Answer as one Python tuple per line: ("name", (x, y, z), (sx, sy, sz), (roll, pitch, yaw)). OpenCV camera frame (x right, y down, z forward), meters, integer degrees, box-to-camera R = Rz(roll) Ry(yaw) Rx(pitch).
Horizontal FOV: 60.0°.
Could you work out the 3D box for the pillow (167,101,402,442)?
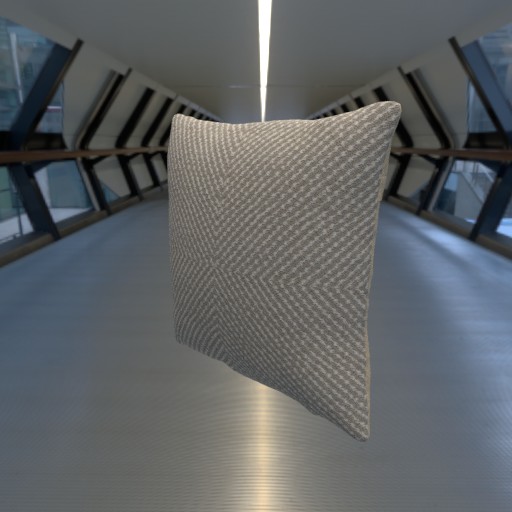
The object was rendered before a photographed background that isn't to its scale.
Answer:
("pillow", (0.000, 0.000, 0.723), (0.181, 0.458, 0.459), (-15, 21, -43))
